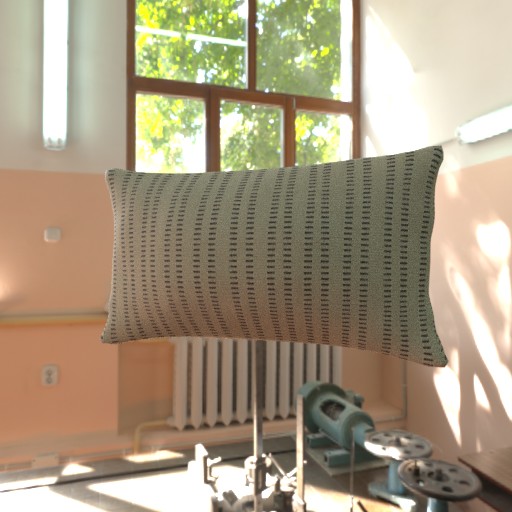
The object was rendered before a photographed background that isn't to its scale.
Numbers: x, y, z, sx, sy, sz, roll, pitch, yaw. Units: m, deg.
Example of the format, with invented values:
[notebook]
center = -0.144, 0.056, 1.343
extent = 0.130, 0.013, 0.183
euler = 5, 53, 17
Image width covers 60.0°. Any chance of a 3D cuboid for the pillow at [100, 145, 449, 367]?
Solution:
[pillow]
center = 0.000, 0.000, 0.805
extent = 0.640, 0.353, 0.210
euler = 0, -1, 17
